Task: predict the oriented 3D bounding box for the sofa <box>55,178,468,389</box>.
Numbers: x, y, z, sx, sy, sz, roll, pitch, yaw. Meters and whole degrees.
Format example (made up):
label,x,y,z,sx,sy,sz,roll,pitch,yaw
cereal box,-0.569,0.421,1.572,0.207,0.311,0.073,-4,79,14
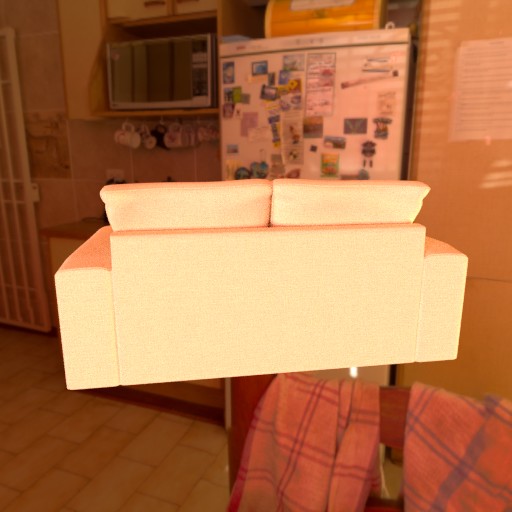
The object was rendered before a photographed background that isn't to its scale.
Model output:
label,x,y,z,sx,sy,sz,roll,pitch,yaw
sofa,0.000,0.000,2.386,1.754,0.875,1.091,-2,14,-9
